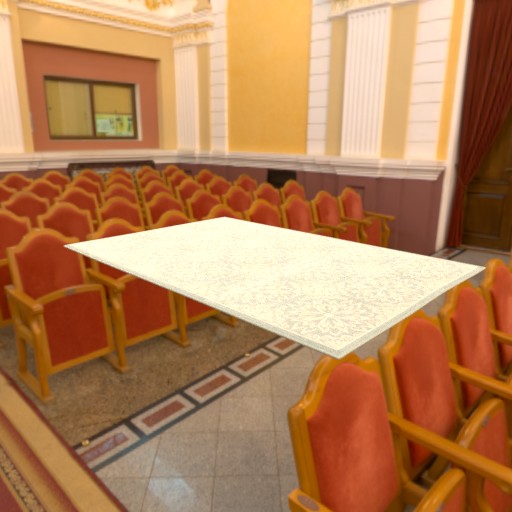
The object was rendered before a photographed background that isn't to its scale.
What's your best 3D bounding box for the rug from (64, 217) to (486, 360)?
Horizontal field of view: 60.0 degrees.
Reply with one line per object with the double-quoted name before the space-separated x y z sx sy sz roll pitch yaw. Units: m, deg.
"rug" 0.000 0.000 2.288 1.840 0.012 1.219 15 21 42
